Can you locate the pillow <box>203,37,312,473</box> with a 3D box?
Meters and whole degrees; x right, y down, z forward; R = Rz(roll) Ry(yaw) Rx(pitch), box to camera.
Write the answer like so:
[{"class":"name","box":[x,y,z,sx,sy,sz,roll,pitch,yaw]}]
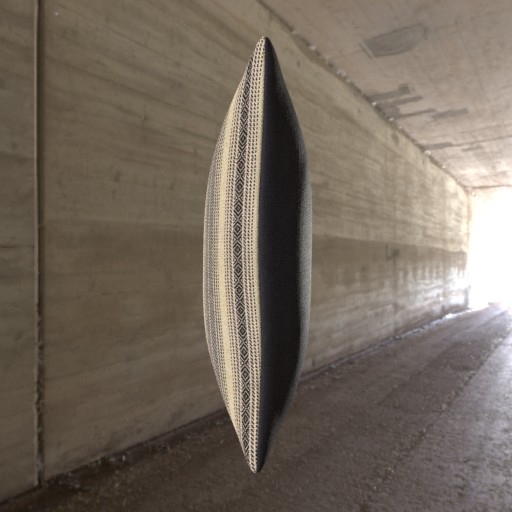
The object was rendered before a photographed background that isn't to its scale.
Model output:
[{"class":"pillow","box":[0.000,0.000,0.768,0.166,0.508,0.520,0,0,-1]}]
